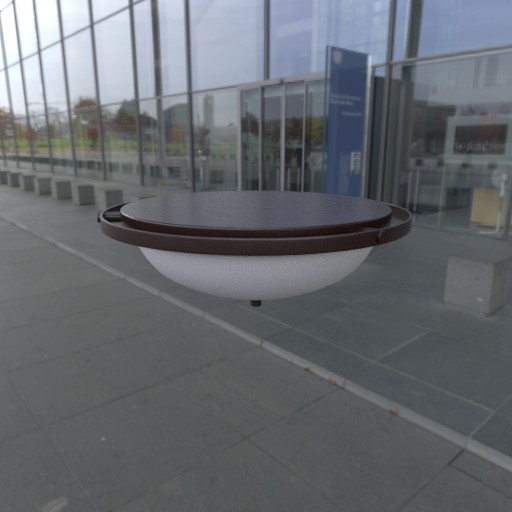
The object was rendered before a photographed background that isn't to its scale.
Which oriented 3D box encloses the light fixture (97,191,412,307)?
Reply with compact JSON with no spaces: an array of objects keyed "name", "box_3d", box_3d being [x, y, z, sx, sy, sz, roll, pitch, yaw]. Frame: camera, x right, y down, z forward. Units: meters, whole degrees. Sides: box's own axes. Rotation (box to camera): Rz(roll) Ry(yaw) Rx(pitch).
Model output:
[{"name":"light fixture","box_3d":[0.000,0.000,0.555,0.361,0.130,0.361,0,14,0]}]
